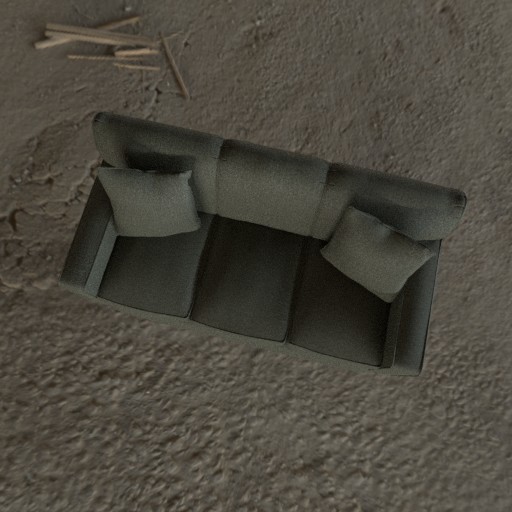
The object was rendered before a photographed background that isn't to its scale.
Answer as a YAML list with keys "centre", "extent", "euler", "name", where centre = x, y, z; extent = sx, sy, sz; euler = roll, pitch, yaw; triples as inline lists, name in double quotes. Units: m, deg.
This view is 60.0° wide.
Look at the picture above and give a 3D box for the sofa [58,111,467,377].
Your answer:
- centre: [0.000, 0.000, 2.618]
  extent: [2.024, 0.958, 0.997]
  euler: [13, 75, 4]
  name: "sofa"
